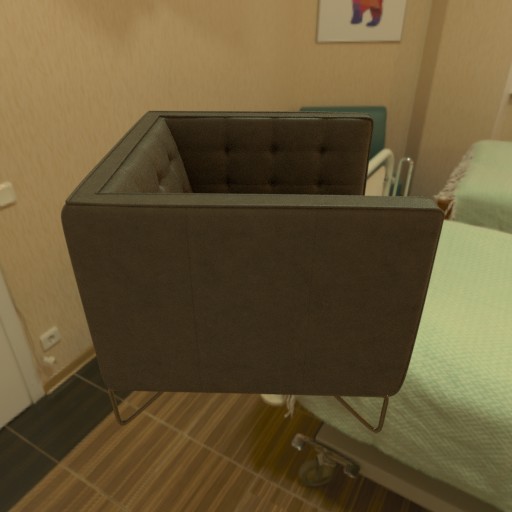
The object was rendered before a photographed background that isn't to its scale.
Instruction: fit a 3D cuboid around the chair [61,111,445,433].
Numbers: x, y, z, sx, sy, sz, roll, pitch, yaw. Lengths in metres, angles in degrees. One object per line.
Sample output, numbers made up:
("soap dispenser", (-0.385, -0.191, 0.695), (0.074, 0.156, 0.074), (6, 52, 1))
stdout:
("chair", (0.000, 0.000, 1.544), (0.894, 0.790, 0.880), (1, 32, 1))
